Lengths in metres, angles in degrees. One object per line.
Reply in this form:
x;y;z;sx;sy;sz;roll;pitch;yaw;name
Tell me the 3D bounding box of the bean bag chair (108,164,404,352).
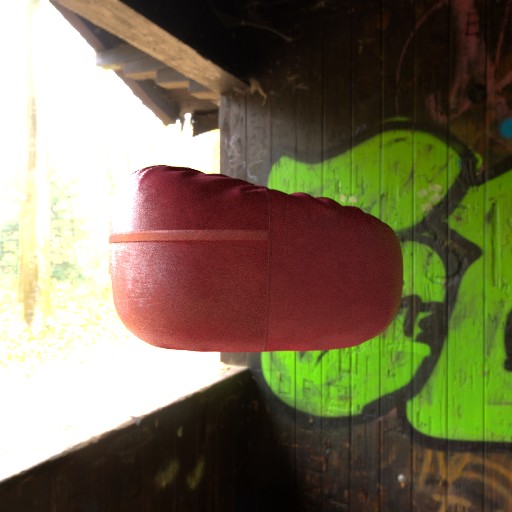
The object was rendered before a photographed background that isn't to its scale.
0.000;0.000;2.435;1.524;0.878;1.524;0;0;0;bean bag chair
